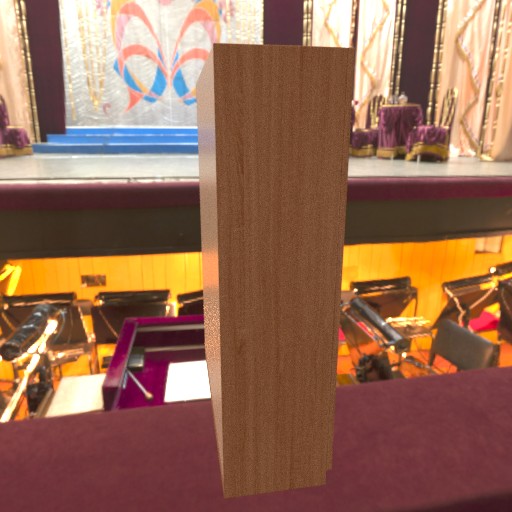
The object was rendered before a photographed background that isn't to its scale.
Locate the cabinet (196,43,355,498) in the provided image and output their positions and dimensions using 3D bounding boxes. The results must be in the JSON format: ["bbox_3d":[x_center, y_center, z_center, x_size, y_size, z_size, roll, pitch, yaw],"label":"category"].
[{"bbox_3d":[0.000,0.000,2.724,0.590,2.120,1.500,-3,16,-10],"label":"cabinet"}]
